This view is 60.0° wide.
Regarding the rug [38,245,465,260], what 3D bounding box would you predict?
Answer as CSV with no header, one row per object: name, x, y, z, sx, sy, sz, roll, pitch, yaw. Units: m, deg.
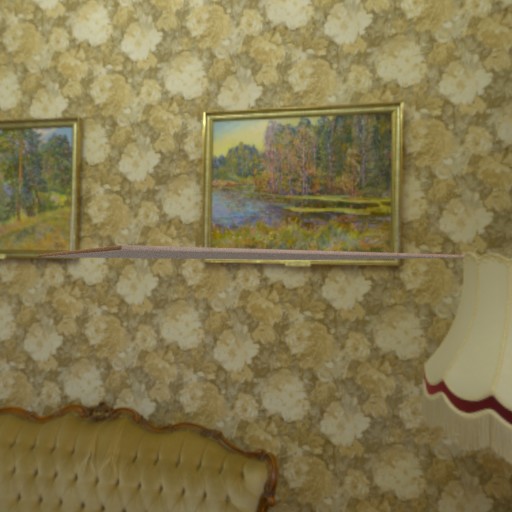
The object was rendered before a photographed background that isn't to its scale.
rug,0.000,0.000,2.275,1.829,0.014,1.219,1,-2,-36
